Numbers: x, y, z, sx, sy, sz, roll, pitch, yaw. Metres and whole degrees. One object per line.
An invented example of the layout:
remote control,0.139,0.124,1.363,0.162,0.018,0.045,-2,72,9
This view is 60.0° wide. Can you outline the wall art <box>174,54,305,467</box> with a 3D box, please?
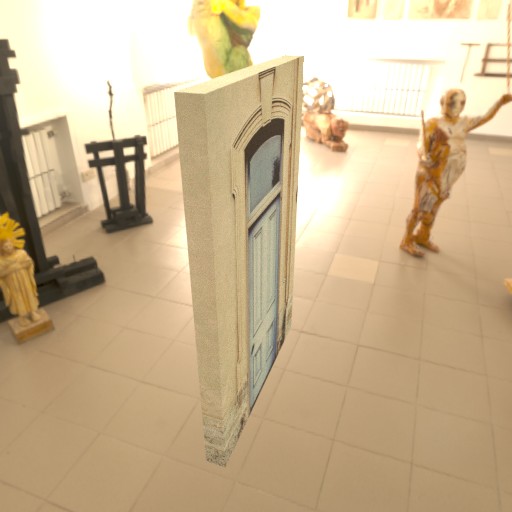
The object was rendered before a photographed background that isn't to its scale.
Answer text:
wall art,0.000,0.000,0.774,0.036,0.607,0.403,10,31,17
